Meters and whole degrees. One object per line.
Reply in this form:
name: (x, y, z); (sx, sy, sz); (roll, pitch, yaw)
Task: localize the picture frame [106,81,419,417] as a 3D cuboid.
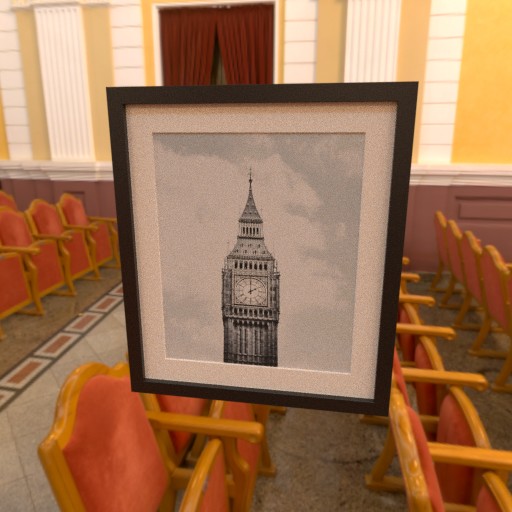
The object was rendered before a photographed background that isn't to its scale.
picture frame: (0.000, 0.000, 0.525); (0.328, 0.378, 0.034); (3, 16, 9)
